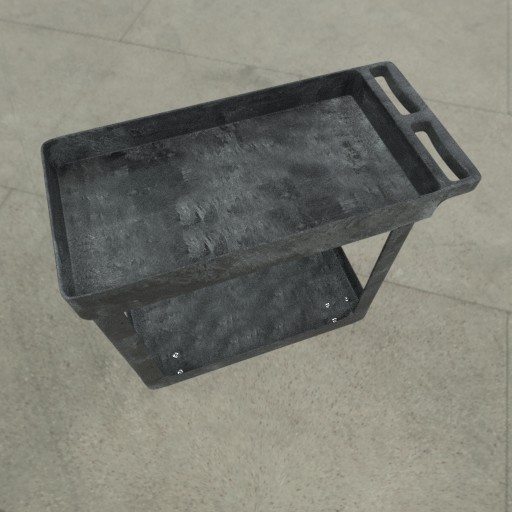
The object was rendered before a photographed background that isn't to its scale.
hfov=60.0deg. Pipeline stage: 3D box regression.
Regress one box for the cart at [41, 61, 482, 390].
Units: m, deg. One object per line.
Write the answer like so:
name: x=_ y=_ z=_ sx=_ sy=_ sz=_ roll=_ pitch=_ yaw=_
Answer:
cart: x=0.000 y=0.000 z=1.310 sx=0.877 sy=0.824 sz=0.420 roll=-17 pitch=61 yaw=-10
